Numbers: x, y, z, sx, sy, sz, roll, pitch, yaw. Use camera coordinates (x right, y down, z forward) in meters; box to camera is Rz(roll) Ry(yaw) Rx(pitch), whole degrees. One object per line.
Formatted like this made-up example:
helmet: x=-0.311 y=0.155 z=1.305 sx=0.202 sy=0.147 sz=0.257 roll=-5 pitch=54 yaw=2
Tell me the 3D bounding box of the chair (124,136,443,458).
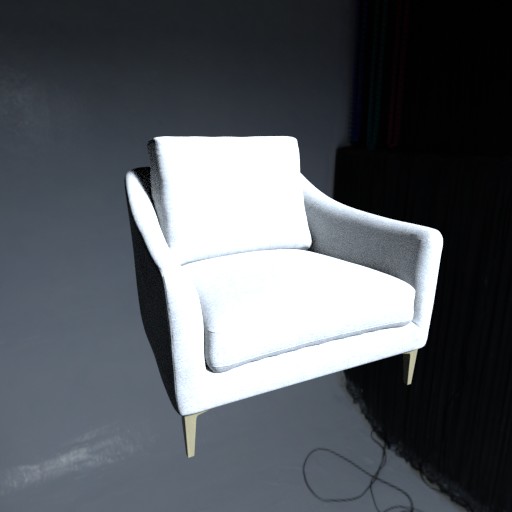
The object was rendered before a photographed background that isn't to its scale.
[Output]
chair: x=0.000 y=0.000 z=1.734 sx=0.986 sy=0.902 sz=0.961 roll=-8 pitch=17 yaw=-26
